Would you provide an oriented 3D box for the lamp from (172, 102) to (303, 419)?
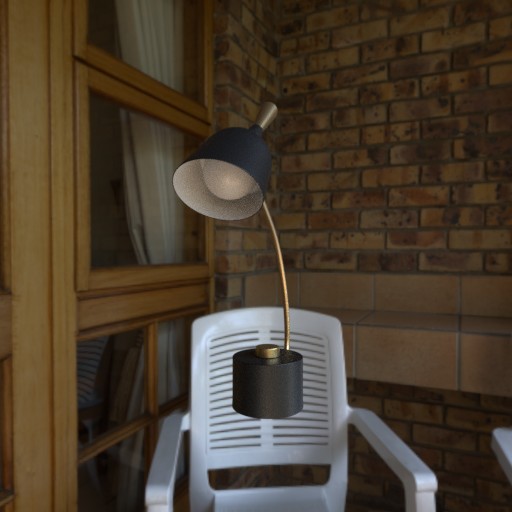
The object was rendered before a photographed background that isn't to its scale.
[{"bbox_3d":[0.000,0.000,0.627,0.110,0.464,0.352,0,1,19],"label":"lamp"}]
